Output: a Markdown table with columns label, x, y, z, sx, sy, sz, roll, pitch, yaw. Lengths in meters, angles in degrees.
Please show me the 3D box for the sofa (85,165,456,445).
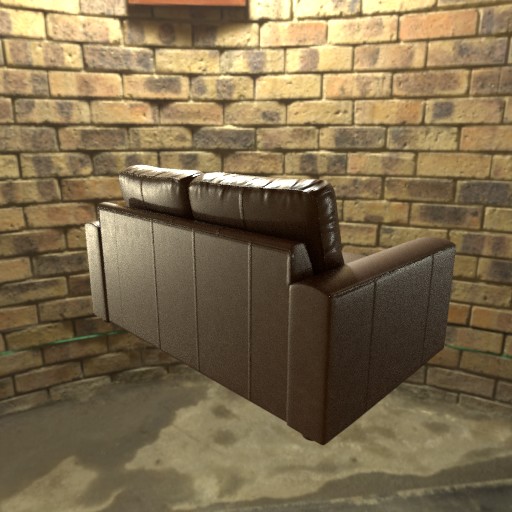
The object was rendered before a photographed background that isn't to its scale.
| label | x | y | z | sx | sy | sz | roll | pitch | yaw |
| --- | --- | --- | --- | --- | --- | --- | --- | --- | --- |
| sofa | 0.000 | 0.000 | 2.232 | 1.616 | 0.873 | 1.016 | 14 | 21 | 42 |
